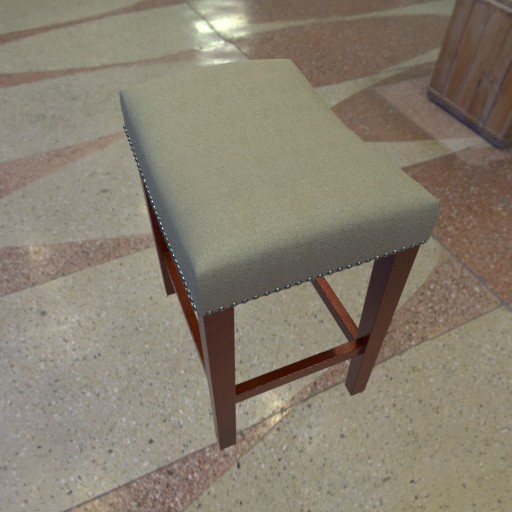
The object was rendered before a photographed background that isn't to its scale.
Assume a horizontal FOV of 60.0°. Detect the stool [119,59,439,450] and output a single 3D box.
[{"bbox_3d":[0.000,0.000,0.941,0.375,0.632,0.509,-17,50,-15],"label":"stool"}]
